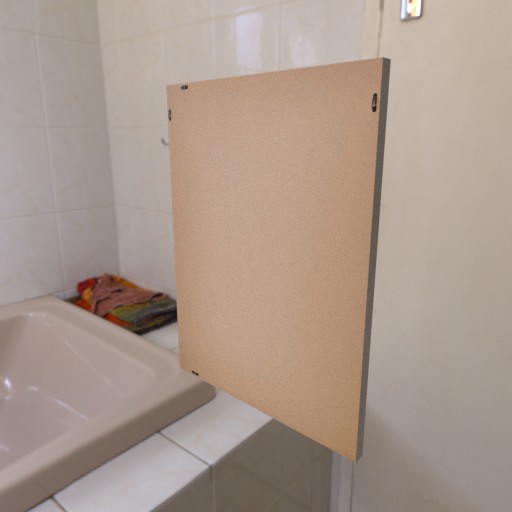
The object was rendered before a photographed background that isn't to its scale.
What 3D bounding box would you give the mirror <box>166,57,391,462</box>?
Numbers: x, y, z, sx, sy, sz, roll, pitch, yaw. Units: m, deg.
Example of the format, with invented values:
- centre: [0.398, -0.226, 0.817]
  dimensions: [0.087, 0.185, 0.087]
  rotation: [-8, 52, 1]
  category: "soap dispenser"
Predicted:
- centre: [0.000, 0.000, 1.331]
  dimensions: [0.762, 1.016, 0.041]
  rotation: [13, 20, 41]
  category: "mirror"
